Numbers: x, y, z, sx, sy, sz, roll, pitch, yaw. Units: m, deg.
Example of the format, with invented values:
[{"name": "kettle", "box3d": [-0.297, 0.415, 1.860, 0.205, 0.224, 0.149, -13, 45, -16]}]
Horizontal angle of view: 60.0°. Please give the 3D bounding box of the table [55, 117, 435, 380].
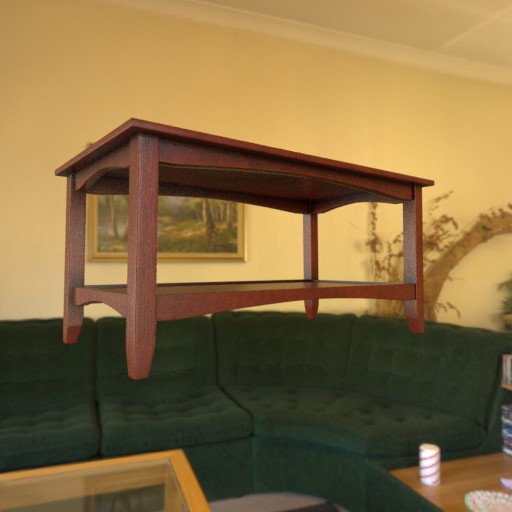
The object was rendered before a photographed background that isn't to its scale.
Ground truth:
[{"name": "table", "box3d": [0.000, 0.000, 1.249, 0.943, 0.456, 0.533, 1, -1, -37]}]
